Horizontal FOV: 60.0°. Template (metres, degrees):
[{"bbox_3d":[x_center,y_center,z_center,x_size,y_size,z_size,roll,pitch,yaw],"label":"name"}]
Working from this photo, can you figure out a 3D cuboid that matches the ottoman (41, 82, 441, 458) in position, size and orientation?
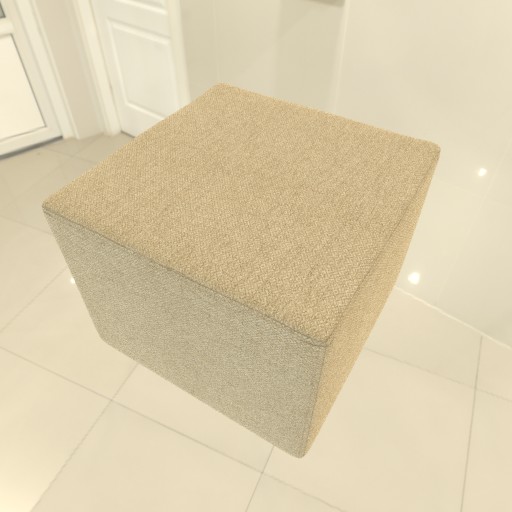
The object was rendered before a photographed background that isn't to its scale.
[{"bbox_3d":[0.000,0.000,0.883,0.508,0.432,0.508,24,50,21],"label":"ottoman"}]
